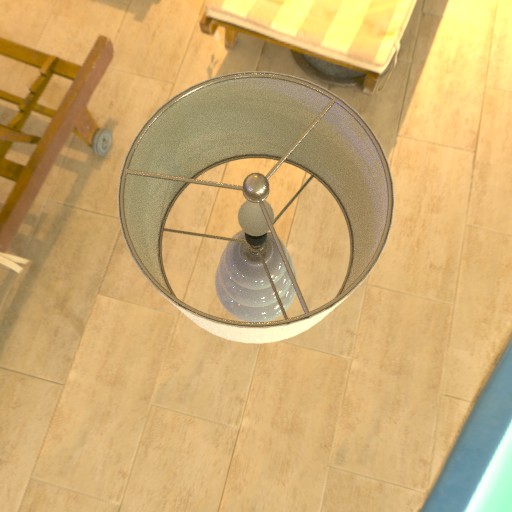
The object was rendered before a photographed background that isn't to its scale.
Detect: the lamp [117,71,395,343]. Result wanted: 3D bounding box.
[{"bbox_3d":[0.000,0.000,0.914,0.367,0.730,0.367,20,76,5],"label":"lamp"}]
